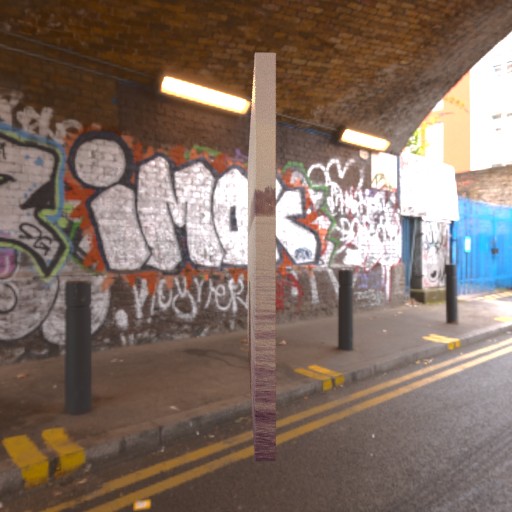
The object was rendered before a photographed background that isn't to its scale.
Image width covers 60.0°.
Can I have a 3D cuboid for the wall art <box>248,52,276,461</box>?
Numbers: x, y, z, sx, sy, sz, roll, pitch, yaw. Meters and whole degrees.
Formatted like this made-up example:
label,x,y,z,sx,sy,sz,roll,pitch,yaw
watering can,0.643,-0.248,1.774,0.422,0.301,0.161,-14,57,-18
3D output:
label,x,y,z,sx,sy,sz,roll,pitch,yaw
wall art,0.000,0.000,0.751,0.021,0.410,0.615,0,0,-2
